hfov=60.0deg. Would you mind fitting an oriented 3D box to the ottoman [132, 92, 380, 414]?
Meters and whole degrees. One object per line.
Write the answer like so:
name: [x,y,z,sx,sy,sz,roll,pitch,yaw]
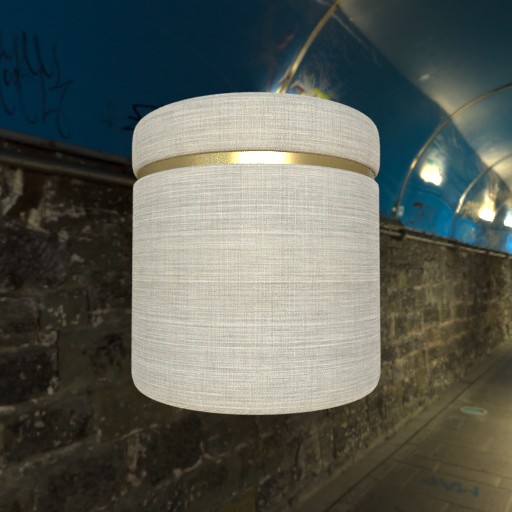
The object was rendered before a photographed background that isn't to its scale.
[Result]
ottoman: [0.000,0.000,0.738,0.400,0.406,0.400,0,-2,0]
